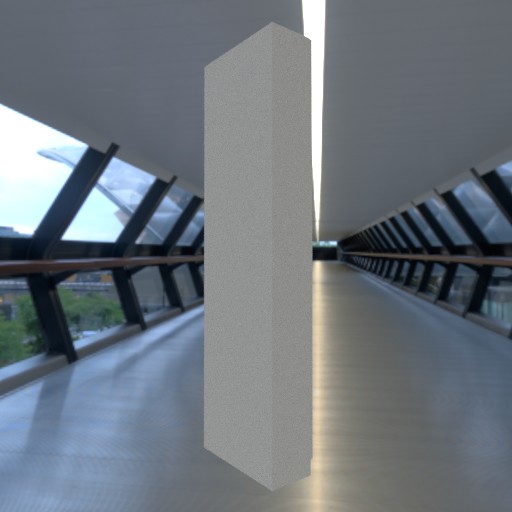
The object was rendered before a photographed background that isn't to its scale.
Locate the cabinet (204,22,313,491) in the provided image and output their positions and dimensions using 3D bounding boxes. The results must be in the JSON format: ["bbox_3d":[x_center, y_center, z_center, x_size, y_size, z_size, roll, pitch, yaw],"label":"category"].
[{"bbox_3d":[0.000,0.000,1.960,0.230,1.790,0.500,0,-1,-38],"label":"cabinet"}]
